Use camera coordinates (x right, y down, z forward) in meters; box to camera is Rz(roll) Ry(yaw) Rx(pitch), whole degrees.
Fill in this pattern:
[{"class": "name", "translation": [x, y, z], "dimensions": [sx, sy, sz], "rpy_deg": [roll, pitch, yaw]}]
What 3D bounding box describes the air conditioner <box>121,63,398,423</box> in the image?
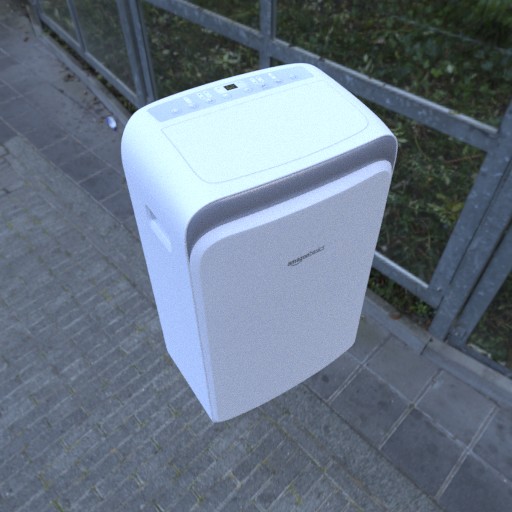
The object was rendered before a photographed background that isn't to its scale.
[{"class": "air conditioner", "translation": [0.000, 0.000, 0.968], "dimensions": [0.454, 0.700, 0.365], "rpy_deg": [-24, 52, -21]}]
